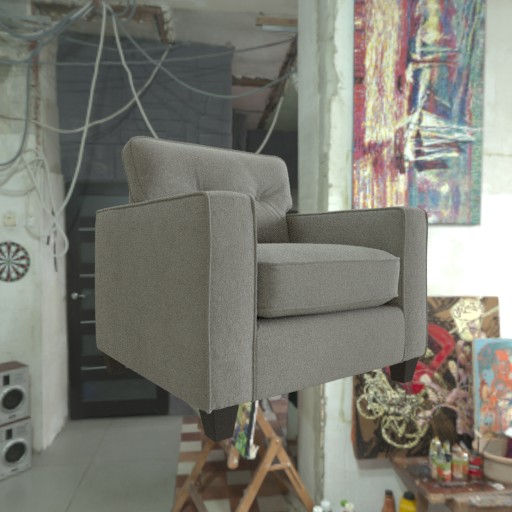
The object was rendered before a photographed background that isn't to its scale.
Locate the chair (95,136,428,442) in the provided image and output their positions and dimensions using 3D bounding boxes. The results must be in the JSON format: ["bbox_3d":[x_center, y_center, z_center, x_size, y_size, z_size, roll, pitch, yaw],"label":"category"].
[{"bbox_3d":[0.000,0.000,1.766,1.015,0.965,0.939,-1,2,-37],"label":"chair"}]
